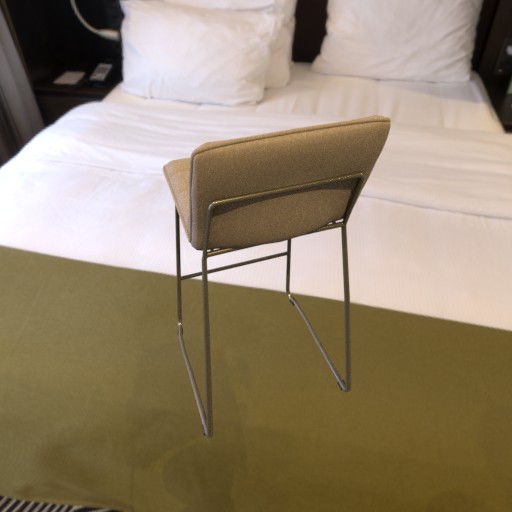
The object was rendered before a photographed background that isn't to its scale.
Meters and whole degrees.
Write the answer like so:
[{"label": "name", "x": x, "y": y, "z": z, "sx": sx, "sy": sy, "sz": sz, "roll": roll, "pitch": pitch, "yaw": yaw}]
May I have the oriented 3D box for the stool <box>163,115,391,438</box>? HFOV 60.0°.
[{"label": "stool", "x": 0.000, "y": 0.000, "z": 1.252, "sx": 0.490, "sy": 0.960, "sz": 0.490, "roll": -13, "pitch": 43, "yaw": -15}]
